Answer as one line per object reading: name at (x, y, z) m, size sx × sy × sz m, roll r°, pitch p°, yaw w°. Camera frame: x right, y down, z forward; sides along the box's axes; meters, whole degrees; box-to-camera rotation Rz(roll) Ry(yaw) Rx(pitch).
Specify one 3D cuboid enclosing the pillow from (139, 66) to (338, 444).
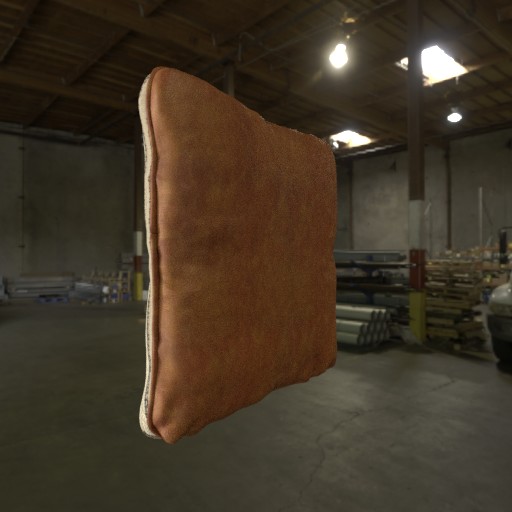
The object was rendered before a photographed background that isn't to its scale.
pillow at (0.000, 0.000, 0.751) m, size 0.130 × 0.490 × 0.489 m, roll 0°, pitch -1°, yaw 36°
